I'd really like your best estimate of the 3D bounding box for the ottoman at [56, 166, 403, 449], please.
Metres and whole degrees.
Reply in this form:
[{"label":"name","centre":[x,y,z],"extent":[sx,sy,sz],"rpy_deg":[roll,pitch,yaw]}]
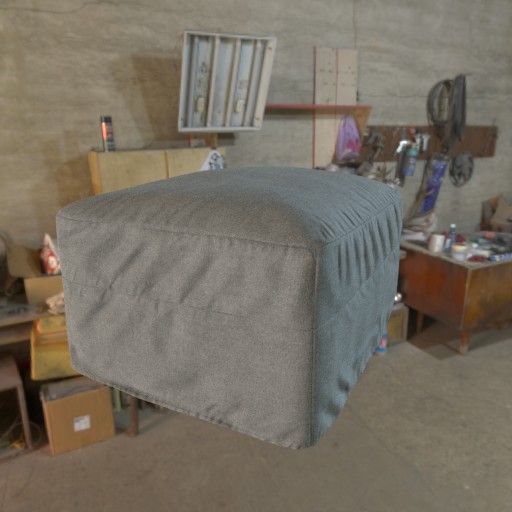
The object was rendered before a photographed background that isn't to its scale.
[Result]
[{"label":"ottoman","centre":[0.000,0.000,1.237],"extent":[0.683,0.481,0.837],"rpy_deg":[7,16,26]}]
